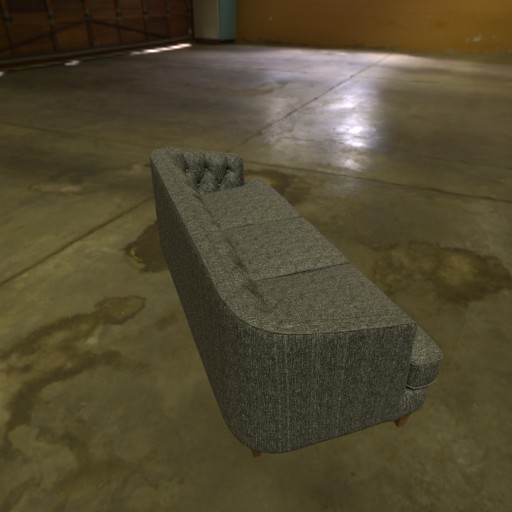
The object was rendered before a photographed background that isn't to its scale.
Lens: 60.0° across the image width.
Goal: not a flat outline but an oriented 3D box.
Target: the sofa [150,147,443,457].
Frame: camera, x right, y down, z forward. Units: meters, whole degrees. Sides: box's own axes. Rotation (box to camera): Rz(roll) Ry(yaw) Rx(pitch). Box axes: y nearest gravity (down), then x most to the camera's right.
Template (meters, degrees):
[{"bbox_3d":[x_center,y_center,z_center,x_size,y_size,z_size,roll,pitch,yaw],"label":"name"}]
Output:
[{"bbox_3d":[0.000,0.000,2.671,0.941,0.855,2.278,-10,32,-17],"label":"sofa"}]
